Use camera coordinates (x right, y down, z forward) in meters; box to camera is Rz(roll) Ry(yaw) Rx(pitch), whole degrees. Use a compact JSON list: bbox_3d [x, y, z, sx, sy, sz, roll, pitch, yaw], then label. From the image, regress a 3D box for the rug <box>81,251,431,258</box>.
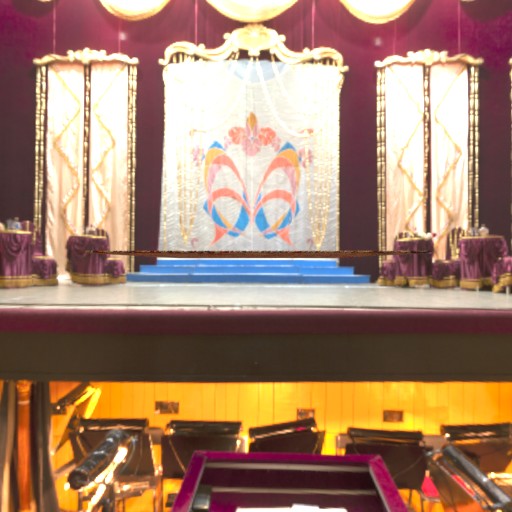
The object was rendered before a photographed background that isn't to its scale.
[{"bbox_3d":[0.000,0.000,3.180,1.523,0.010,2.584,0,-1,0],"label":"rug"}]
